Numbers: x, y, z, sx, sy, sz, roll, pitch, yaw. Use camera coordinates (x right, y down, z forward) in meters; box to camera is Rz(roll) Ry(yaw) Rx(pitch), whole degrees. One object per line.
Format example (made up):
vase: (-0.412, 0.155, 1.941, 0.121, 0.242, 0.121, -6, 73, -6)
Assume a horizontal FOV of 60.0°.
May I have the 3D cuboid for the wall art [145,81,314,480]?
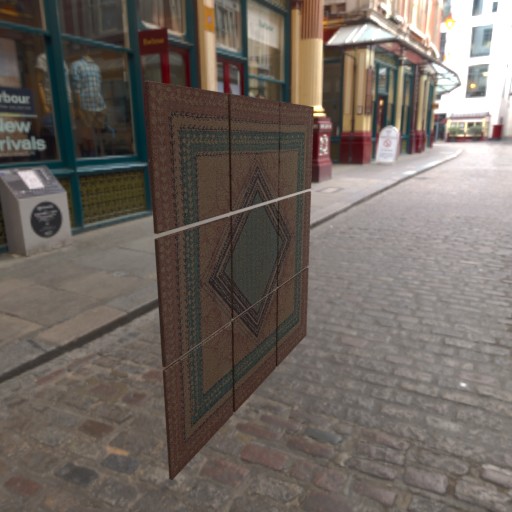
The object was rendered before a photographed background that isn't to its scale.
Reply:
wall art: (0.000, 0.000, 2.265, 0.014, 1.525, 1.527, 8, 17, 26)
